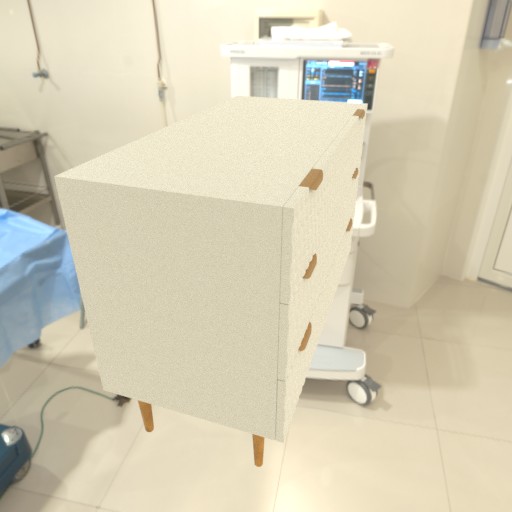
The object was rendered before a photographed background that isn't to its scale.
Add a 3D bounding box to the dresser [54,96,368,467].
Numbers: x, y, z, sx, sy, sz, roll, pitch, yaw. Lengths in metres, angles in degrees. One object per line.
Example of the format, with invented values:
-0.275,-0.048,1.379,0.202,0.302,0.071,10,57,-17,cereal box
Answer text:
0.000,0.000,1.284,0.457,0.721,0.905,10,31,17,dresser
